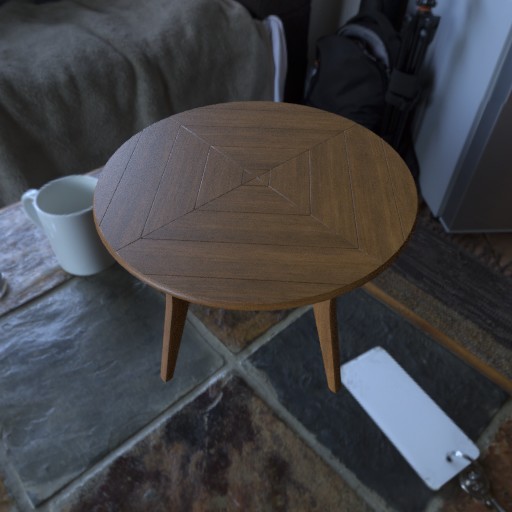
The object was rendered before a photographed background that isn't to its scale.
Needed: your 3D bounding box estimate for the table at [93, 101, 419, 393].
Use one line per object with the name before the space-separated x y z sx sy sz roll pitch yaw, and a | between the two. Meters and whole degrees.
table | 0.000 0.000 1.741 1.055 0.757 1.055 0 47 0
